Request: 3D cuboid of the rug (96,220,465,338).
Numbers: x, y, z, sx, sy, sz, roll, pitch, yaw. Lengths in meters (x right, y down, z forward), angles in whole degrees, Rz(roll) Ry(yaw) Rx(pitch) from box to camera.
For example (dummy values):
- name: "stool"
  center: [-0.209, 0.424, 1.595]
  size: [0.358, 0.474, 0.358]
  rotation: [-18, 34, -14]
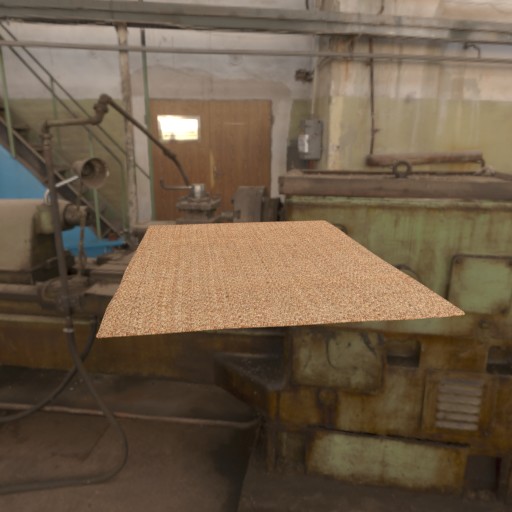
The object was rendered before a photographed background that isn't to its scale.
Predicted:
- name: "rug"
  center: [0.000, 0.000, 2.808]
  size: [1.566, 0.013, 2.141]
  rotation: [-2, 16, -8]
